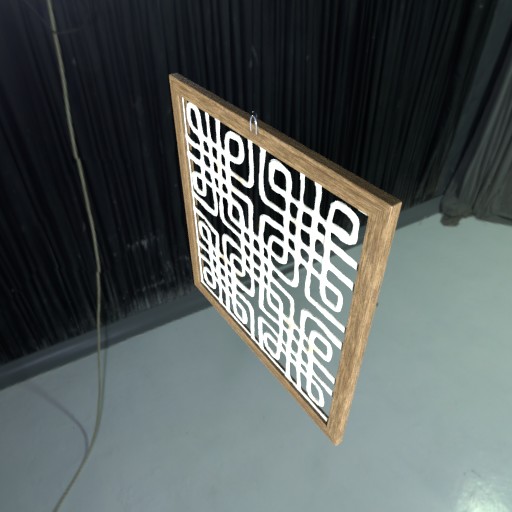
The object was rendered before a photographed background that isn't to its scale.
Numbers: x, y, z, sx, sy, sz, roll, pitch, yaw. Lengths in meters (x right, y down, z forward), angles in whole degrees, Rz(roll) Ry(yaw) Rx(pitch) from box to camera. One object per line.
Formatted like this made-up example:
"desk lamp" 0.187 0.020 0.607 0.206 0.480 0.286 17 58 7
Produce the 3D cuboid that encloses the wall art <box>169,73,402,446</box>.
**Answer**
"wall art" 0.000 0.000 0.859 0.021 0.582 0.561 -25 46 -26
